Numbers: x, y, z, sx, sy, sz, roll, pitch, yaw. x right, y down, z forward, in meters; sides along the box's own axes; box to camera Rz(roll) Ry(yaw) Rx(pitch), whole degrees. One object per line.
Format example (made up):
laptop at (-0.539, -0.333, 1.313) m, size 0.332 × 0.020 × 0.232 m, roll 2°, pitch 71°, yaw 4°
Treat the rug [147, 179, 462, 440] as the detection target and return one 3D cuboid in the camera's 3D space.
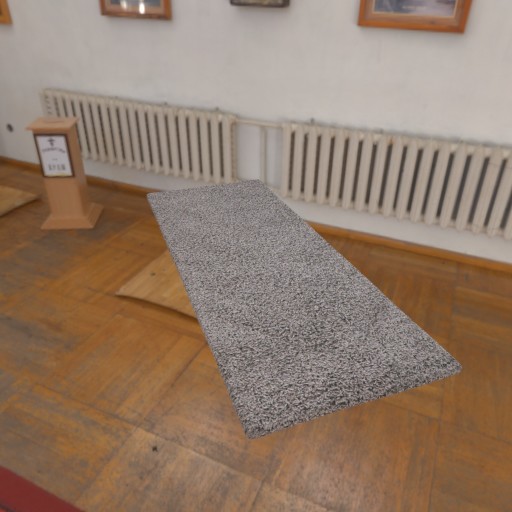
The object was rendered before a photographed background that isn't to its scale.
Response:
rug at (0.000, 0.000, 1.702) m, size 0.609 × 0.030 × 1.524 m, roll -11°, pitch 32°, yaw -18°
